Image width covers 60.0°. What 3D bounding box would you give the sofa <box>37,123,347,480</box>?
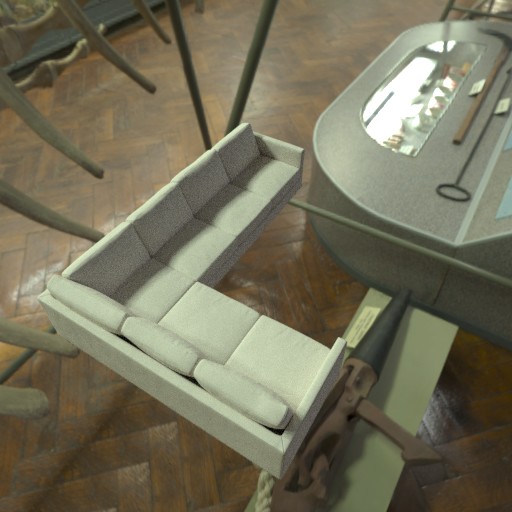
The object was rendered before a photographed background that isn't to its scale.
[{"bbox_3d":[0.000,0.000,4.398,2.432,0.863,3.182,24,52,21],"label":"sofa"}]
